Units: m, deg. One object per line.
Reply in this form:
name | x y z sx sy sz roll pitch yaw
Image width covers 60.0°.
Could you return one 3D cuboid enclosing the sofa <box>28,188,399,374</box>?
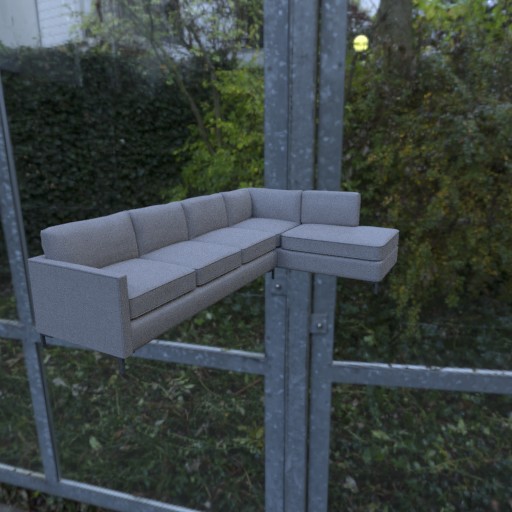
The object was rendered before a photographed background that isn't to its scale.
sofa | 0.000 0.000 4.292 2.077 0.964 3.331 8 17 27
